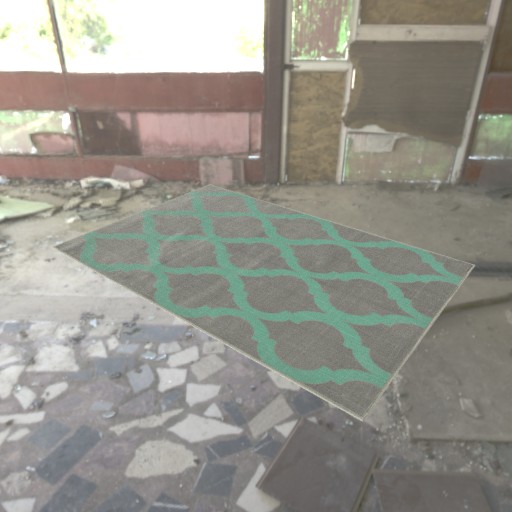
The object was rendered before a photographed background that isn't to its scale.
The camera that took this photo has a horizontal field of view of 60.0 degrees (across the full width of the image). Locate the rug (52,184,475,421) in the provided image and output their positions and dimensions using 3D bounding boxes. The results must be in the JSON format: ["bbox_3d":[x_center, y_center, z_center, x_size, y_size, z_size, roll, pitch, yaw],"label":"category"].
[{"bbox_3d":[0.000,0.000,2.869,2.286,0.006,1.524,22,36,33],"label":"rug"}]
